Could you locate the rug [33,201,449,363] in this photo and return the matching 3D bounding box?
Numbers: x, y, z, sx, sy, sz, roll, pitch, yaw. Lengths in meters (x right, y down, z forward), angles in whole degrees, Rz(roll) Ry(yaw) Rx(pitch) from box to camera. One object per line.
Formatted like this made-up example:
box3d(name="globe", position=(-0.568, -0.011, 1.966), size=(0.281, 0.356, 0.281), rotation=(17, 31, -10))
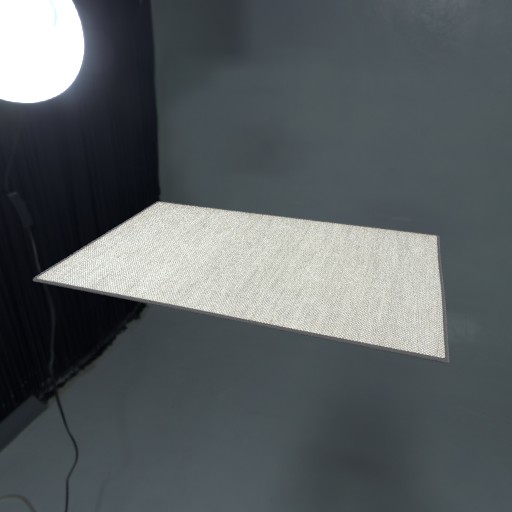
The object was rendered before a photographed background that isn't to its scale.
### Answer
box3d(name="rug", position=(0.000, 0.000, 2.115), size=(1.676, 0.013, 1.067), rotation=(9, 28, 17))
